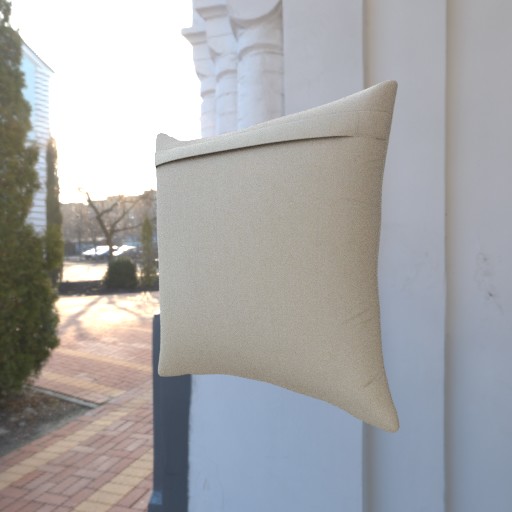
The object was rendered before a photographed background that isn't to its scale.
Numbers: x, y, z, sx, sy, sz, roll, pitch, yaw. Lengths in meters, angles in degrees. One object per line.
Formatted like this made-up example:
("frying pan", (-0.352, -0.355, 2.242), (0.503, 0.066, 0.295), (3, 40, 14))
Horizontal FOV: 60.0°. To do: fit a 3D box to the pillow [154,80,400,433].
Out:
("pillow", (0.000, 0.000, 0.624), (0.405, 0.406, 0.173), (1, 1, 36))
